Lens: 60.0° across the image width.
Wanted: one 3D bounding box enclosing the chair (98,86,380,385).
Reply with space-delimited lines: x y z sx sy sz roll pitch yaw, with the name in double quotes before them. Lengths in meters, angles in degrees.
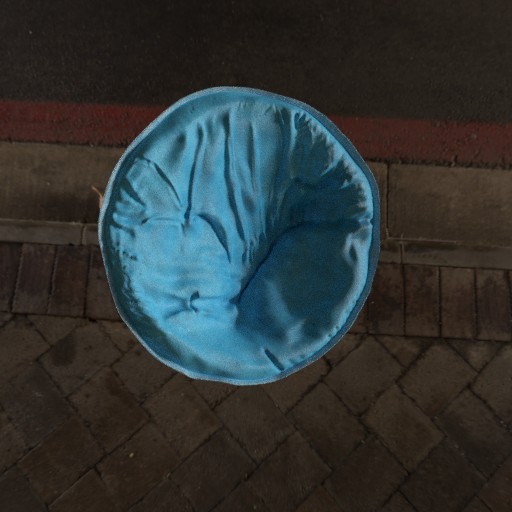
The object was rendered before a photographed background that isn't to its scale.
"chair" 0.000 0.000 0.890 0.465 0.478 0.520 35 78 8
